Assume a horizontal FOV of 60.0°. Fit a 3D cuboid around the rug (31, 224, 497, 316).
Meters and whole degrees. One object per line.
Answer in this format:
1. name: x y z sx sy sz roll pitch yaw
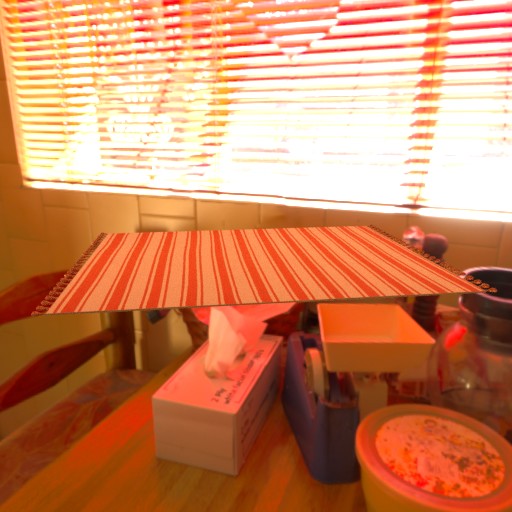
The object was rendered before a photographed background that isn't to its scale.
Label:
1. rug: 0.000 0.000 4.304 3.369 0.035 2.451 -2 16 -8
